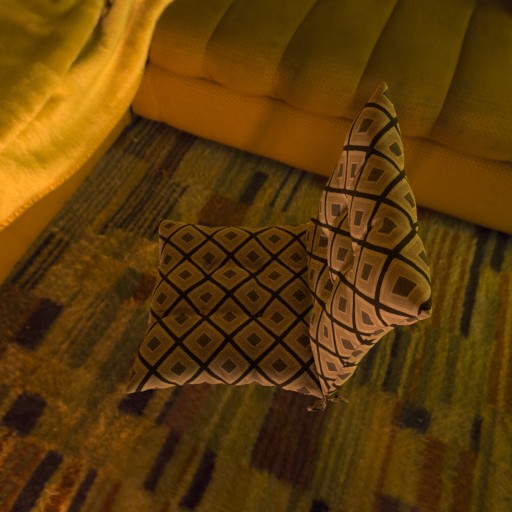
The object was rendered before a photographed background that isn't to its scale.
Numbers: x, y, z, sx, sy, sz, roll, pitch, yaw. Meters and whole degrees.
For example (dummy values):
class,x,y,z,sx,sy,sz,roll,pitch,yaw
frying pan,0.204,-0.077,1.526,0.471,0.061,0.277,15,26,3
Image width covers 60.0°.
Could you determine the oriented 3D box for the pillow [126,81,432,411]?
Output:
class,x,y,z,sx,sy,sz,roll,pitch,yaw
pillow,0.000,0.000,0.968,0.585,0.536,0.541,2,58,1
